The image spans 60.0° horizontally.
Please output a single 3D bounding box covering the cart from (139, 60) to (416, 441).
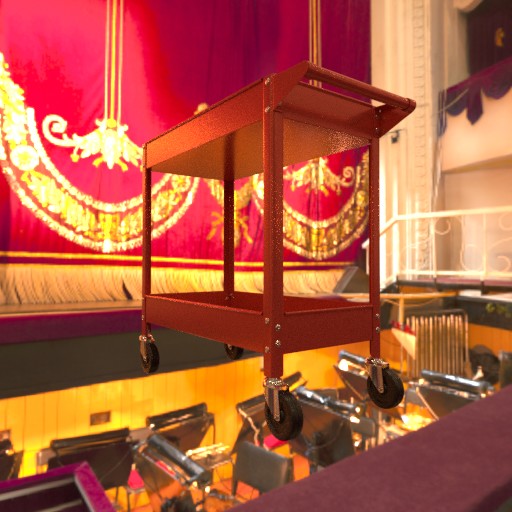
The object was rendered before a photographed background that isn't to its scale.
[{"bbox_3d":[0.000,0.000,1.206,0.366,0.719,0.779,1,-1,-36],"label":"cart"}]
